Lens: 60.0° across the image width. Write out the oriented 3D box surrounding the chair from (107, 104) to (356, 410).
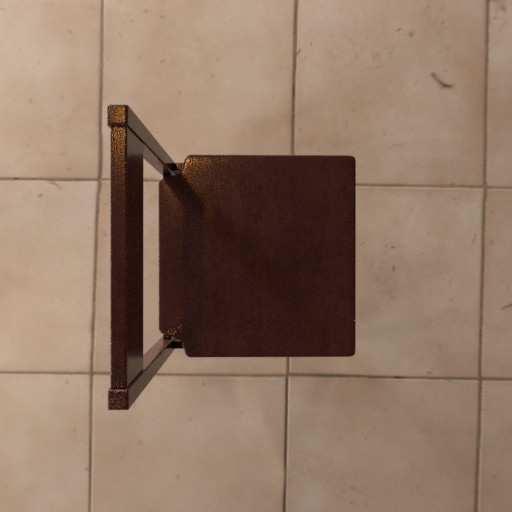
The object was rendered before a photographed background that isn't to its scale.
[{"bbox_3d":[0.000,0.000,0.849,0.361,0.668,0.367,0,90,-1],"label":"chair"}]
